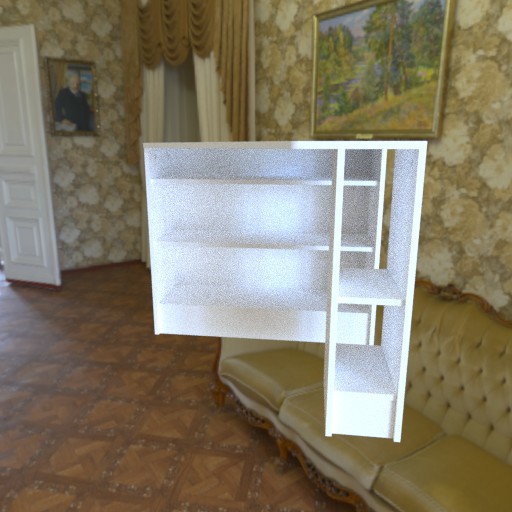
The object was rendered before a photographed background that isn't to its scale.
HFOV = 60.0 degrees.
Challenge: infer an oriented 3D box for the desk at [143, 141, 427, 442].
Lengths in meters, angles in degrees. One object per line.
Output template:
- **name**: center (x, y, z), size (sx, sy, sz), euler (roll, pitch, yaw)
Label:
- **desk**: center (0.000, 0.000, 1.651), size (0.940, 0.818, 0.926), euler (2, 14, 7)
